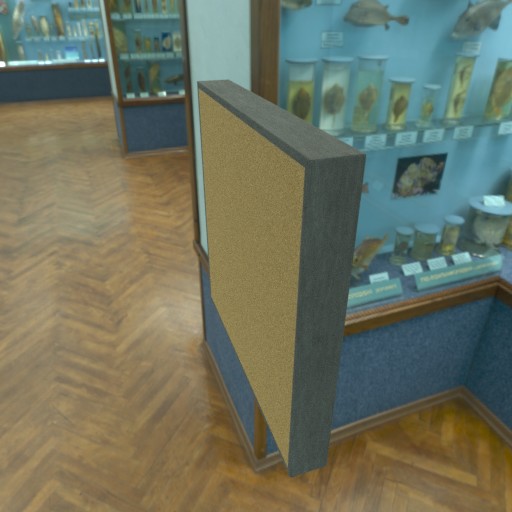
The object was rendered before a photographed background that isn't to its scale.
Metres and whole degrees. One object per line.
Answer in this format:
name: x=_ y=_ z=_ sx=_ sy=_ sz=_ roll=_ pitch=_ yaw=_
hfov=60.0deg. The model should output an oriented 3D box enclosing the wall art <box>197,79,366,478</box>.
wall art: x=0.000 y=0.000 z=0.463 sx=0.038 sy=0.302 sz=0.303 roll=-10 pitch=32 yaw=-16
